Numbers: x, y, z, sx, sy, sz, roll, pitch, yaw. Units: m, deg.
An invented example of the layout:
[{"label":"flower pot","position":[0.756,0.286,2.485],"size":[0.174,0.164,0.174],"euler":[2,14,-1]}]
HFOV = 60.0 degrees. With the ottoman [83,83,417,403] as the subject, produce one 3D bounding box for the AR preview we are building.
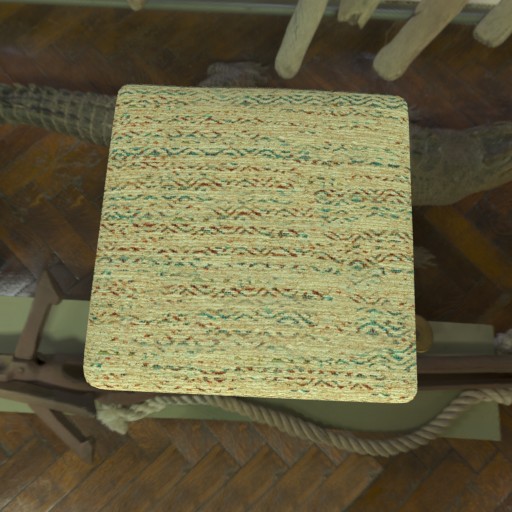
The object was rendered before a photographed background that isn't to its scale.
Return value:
[{"label":"ottoman","position":[0.000,0.000,0.896],"size":[0.512,0.453,0.521],"euler":[3,77,1]}]
